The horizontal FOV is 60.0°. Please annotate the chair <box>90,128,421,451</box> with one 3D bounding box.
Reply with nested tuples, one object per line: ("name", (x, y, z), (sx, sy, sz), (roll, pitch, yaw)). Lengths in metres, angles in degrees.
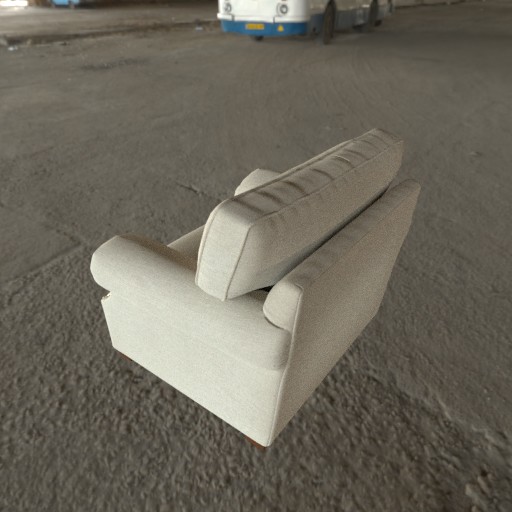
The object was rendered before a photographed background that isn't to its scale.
("chair", (0.000, 0.000, 1.842), (0.965, 0.961, 1.092), (22, 38, 30))
